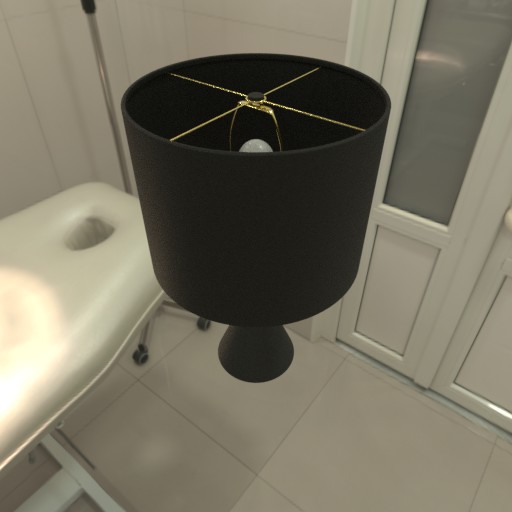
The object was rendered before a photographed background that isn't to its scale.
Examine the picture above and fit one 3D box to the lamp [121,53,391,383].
[{"bbox_3d":[0.000,0.000,0.791,0.359,0.584,0.359,27,47,28],"label":"lamp"}]
